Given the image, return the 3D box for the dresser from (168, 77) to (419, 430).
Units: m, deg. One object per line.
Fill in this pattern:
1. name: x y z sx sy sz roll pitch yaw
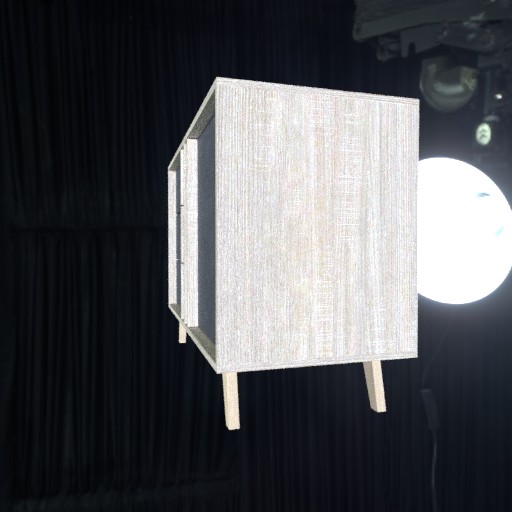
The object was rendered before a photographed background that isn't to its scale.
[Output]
1. dresser: 0.000 0.000 1.545 0.500 0.780 1.110 0 1 -16
